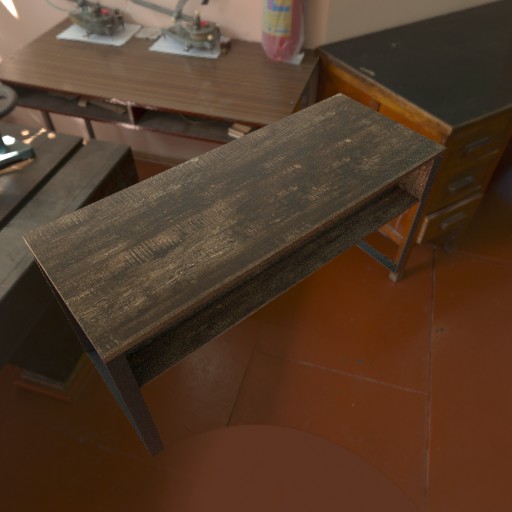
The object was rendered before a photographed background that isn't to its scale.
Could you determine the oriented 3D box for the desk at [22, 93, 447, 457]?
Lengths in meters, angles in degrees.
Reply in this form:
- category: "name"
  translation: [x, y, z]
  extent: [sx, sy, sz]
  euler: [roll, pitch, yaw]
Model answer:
- category: "desk"
  translation: [0.000, 0.000, 1.922]
  extent: [1.524, 0.762, 0.599]
  euler: [-31, 55, -25]
